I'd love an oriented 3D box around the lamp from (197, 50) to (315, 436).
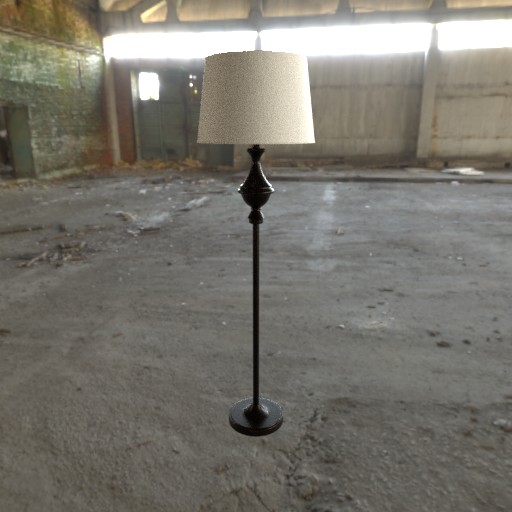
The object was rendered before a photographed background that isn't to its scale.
[{"bbox_3d":[0.000,0.000,1.743,0.431,1.484,0.431,0,16,0],"label":"lamp"}]
